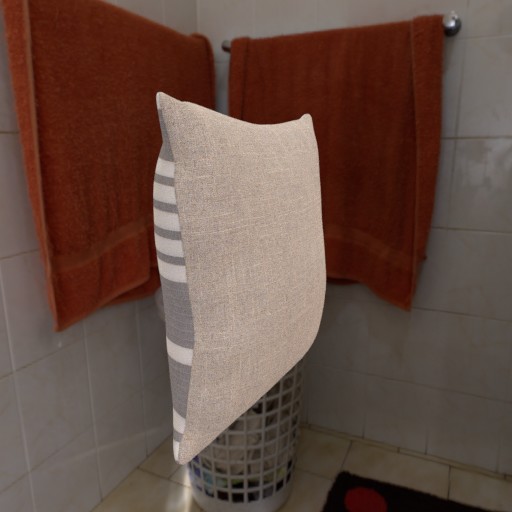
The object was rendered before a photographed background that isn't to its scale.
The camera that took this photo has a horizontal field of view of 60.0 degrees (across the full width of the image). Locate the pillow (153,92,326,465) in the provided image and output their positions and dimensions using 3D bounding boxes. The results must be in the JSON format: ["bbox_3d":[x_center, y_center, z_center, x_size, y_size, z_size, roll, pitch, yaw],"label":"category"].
[{"bbox_3d":[0.000,0.000,0.675,0.182,0.440,0.439,7,15,26],"label":"pillow"}]
